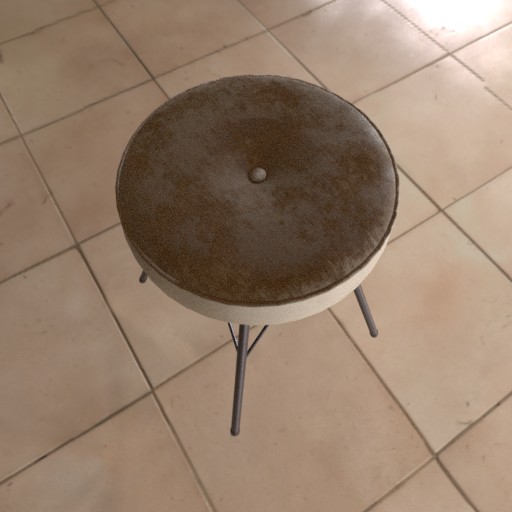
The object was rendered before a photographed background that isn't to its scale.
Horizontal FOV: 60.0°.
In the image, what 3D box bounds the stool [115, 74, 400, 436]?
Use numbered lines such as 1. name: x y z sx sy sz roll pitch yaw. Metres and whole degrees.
1. stool: 0.000 0.000 0.861 0.423 0.538 0.457 -31 67 -15
